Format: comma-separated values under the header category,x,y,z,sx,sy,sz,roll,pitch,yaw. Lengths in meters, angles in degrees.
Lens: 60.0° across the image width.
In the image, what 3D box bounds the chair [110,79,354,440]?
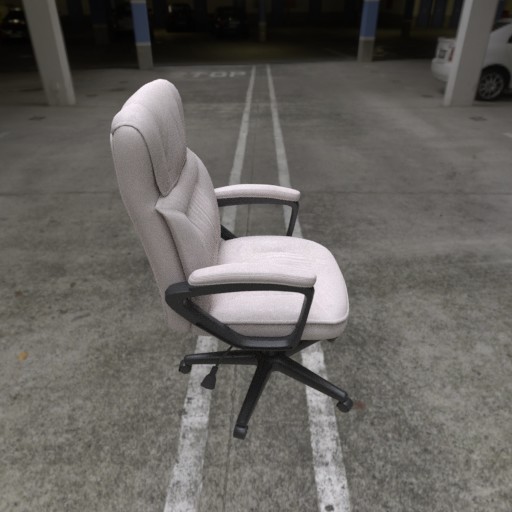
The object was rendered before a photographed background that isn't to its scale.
category,x,y,z,sx,sy,sz,roll,pitch,yaw
chair,0.000,0.000,1.524,0.724,1.105,0.667,0,32,0
